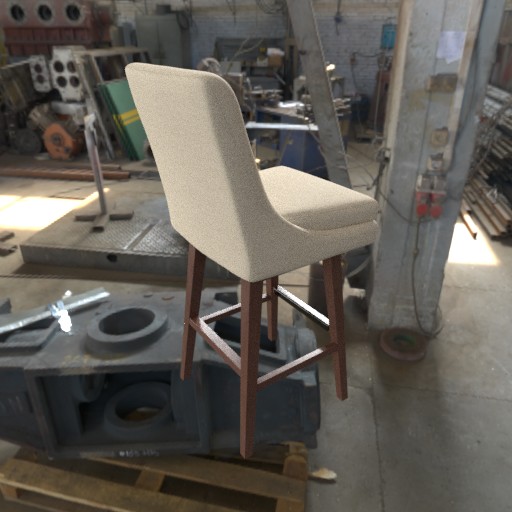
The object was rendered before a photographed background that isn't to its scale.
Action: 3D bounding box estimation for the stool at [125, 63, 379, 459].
[{"bbox_3d":[0.000,0.000,1.364,0.559,1.093,0.483,-18,32,-31],"label":"stool"}]
